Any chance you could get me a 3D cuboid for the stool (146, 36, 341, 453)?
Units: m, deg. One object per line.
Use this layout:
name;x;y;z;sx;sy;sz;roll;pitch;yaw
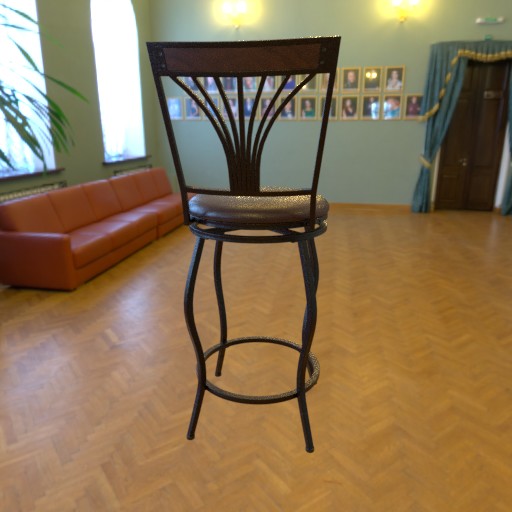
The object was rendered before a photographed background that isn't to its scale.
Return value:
stool;0.000;0.000;1.335;0.433;1.117;0.514;2;16;8
